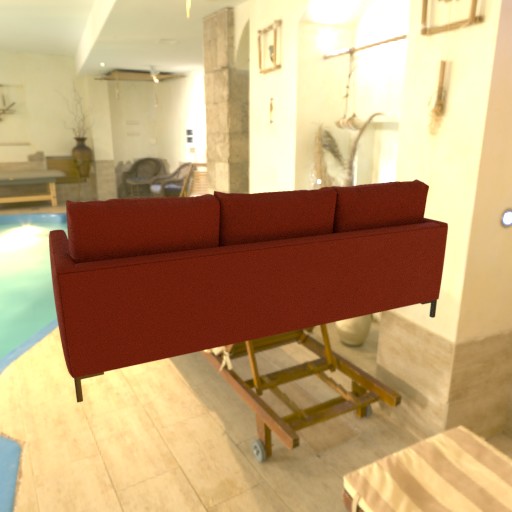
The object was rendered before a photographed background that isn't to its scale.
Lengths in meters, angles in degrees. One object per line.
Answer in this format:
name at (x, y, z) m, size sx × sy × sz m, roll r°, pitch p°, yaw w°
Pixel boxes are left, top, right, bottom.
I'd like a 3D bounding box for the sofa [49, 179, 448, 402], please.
sofa at (0.000, 0.000, 2.680) m, size 2.252 × 0.879 × 0.875 m, roll -7°, pitch 17°, yaw -25°
